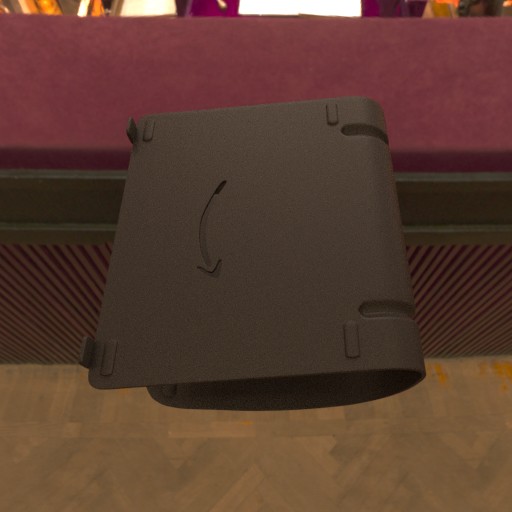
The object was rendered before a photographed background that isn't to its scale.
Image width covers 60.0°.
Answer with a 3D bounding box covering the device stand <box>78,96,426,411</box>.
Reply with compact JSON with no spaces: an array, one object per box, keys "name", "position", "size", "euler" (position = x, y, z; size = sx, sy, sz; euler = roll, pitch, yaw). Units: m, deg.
[{"name":"device stand","position":[0.000,0.000,0.399],"size":[0.236,0.155,0.256],"euler":[1,62,0]}]
